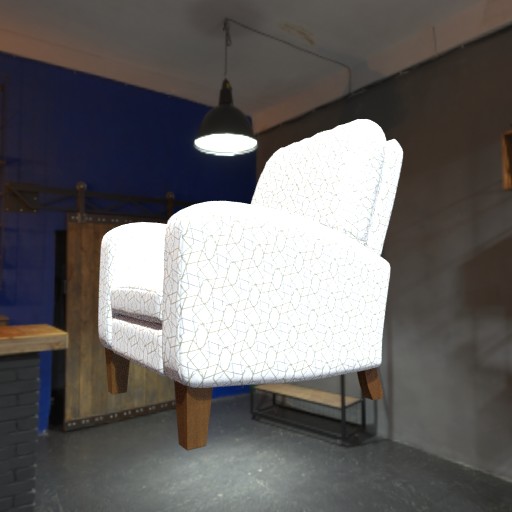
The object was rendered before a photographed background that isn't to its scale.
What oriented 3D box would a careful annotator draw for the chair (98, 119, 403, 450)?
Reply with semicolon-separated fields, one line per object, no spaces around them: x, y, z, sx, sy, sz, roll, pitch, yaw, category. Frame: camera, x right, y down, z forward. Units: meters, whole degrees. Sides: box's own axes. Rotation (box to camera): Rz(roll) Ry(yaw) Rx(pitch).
0.000;0.000;1.728;0.995;1.064;0.796;2;-3;-34;chair
